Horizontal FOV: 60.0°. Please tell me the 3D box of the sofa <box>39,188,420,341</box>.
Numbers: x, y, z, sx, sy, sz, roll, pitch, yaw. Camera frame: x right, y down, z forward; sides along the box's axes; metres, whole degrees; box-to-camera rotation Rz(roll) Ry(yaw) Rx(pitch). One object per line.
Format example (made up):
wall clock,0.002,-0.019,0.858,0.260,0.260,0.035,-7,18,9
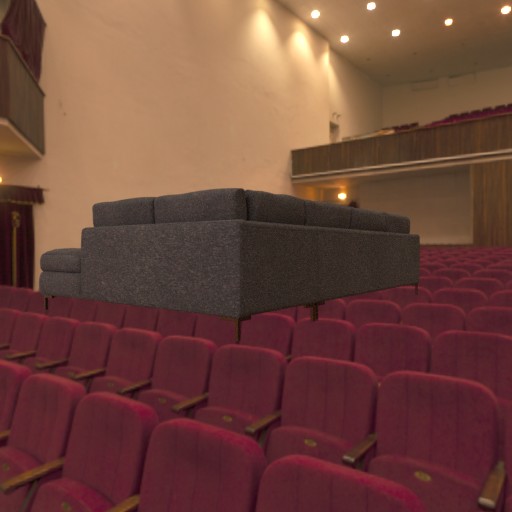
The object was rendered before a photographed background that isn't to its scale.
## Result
sofa,0.000,0.000,3.974,2.007,0.815,2.949,1,1,37
